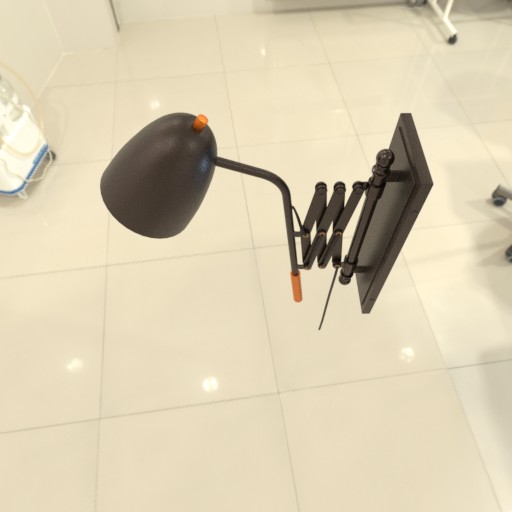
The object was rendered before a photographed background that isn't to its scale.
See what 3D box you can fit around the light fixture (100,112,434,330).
[{"bbox_3d":[0.000,0.000,0.912,0.499,0.715,0.162,-1,57,-1],"label":"light fixture"}]
